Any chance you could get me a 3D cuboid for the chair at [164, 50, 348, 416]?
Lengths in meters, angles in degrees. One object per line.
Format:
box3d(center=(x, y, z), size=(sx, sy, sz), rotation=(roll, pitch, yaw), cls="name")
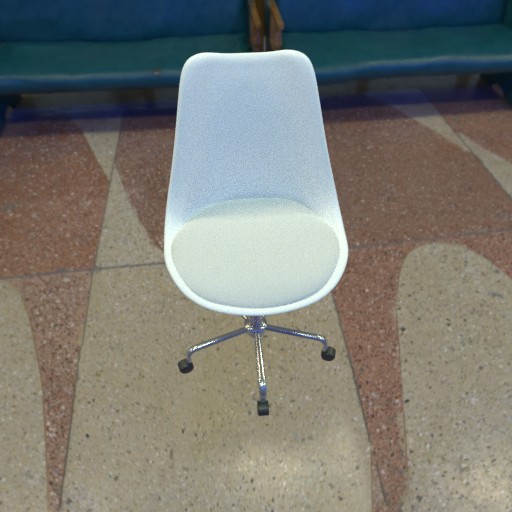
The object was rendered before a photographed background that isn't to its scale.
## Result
box3d(center=(0.000, 0.000, 1.258), size=(0.550, 0.930, 0.550), rotation=(-3, 47, -3), cls="chair")
